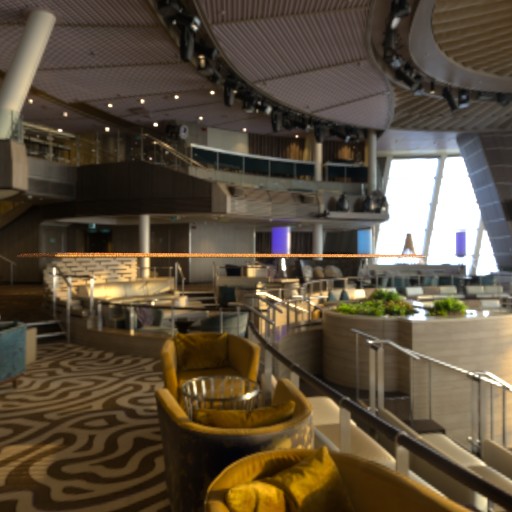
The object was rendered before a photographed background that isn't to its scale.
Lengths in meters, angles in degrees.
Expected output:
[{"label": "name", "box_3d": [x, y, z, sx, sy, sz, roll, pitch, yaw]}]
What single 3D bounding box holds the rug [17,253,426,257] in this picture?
[{"label": "rug", "box_3d": [0.000, 0.000, 1.982, 1.820, 0.013, 0.556, 0, 0, -38]}]
